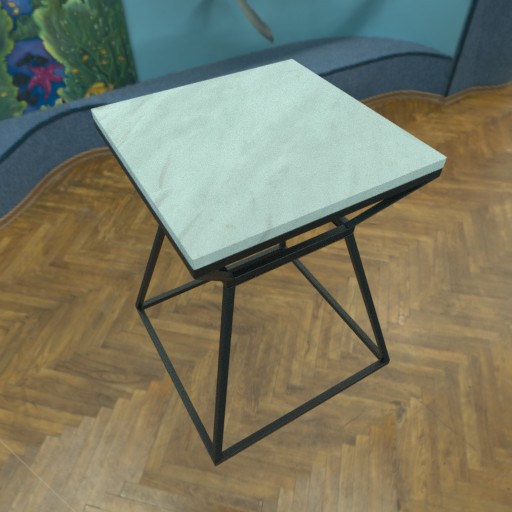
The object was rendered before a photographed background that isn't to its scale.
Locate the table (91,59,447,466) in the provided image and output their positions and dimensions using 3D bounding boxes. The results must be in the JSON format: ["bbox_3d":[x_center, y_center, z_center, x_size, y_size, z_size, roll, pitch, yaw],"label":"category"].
[{"bbox_3d":[0.000,0.000,0.892,0.455,0.559,0.455,-23,50,-21],"label":"table"}]
